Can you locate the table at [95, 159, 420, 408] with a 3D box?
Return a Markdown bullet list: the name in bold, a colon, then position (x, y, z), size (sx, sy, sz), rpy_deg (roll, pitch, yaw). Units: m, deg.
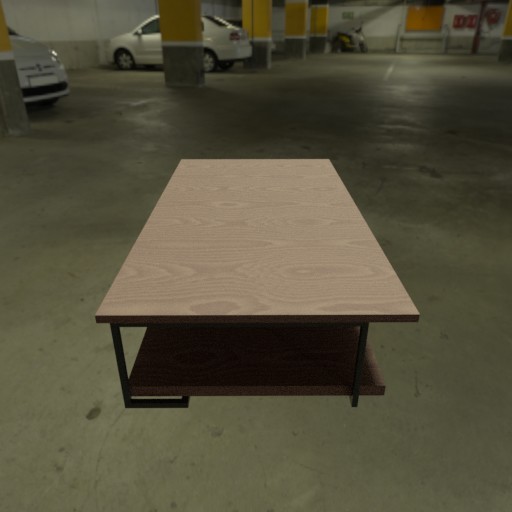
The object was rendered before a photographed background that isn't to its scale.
- **table**: position (0.000, 0.000, 1.497), size (0.651, 0.347, 1.197), rpy_deg (0, 27, 0)
